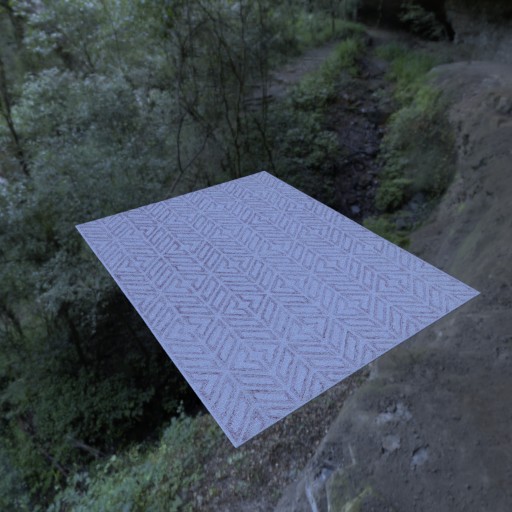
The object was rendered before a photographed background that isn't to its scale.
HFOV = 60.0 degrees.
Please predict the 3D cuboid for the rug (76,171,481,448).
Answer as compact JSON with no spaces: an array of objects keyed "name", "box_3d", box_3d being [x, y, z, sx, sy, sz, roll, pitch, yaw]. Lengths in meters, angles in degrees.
[{"name":"rug","box_3d":[0.000,0.000,4.125,2.421,0.008,3.045,-22,40,-28]}]
